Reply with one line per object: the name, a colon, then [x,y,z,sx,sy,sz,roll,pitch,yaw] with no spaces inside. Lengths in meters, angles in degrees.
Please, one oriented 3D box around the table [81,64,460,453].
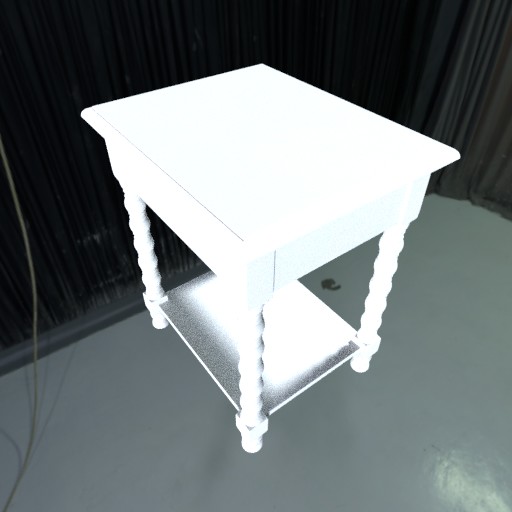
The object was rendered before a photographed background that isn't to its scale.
table: [0.000,0.000,0.846,0.381,0.531,0.460,-26,48,-27]
